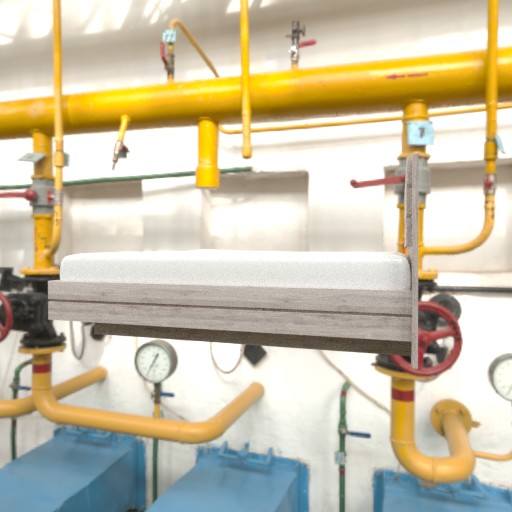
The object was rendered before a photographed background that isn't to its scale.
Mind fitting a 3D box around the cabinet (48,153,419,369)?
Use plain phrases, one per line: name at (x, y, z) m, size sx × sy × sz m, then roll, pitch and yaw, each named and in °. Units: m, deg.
cabinet at (0.000, 0.000, 3.112) m, size 2.080 × 0.970 × 1.750 m, roll 0°, pitch 1°, yaw 18°
